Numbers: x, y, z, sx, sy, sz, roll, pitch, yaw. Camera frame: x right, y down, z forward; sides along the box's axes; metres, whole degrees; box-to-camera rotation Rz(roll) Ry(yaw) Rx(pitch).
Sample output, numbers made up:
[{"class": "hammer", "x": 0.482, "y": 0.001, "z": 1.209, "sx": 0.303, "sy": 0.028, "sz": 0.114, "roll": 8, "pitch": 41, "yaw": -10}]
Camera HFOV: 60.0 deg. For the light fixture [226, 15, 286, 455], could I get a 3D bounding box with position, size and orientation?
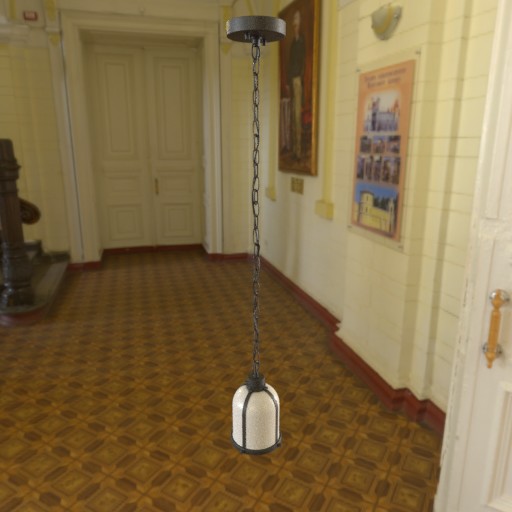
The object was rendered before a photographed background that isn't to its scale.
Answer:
[{"class": "light fixture", "x": 0.000, "y": 0.000, "z": 1.239, "sx": 0.178, "sy": 1.181, "sz": 0.178, "roll": 8, "pitch": 17, "yaw": 28}]
